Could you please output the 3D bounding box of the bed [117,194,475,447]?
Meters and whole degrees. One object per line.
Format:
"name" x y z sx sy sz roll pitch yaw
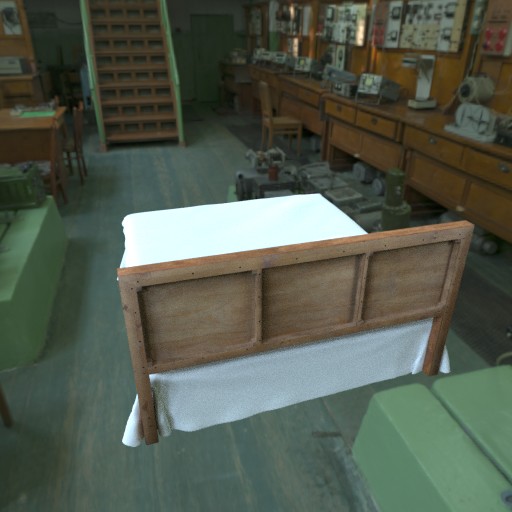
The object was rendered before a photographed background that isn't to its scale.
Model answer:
"bed" 0.000 0.000 3.490 2.255 1.158 2.165 -8 29 -15
